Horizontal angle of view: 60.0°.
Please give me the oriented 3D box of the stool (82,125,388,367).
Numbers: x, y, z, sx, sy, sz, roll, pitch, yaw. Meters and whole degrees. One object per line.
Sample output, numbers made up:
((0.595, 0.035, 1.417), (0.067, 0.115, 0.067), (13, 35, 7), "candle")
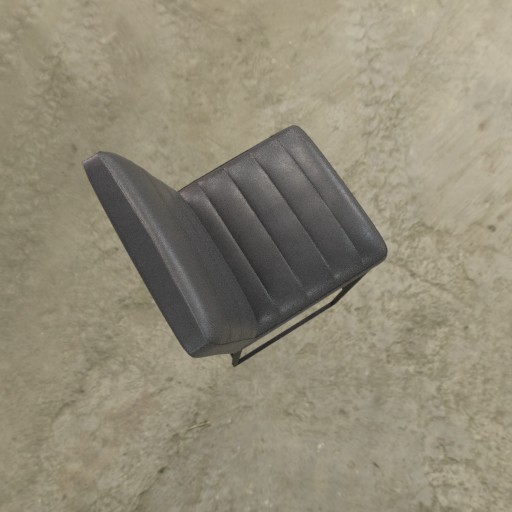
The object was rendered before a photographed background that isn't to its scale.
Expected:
((0.000, 0.000, 1.338), (0.552, 1.040, 0.457), (-31, 76, -8), "stool")
